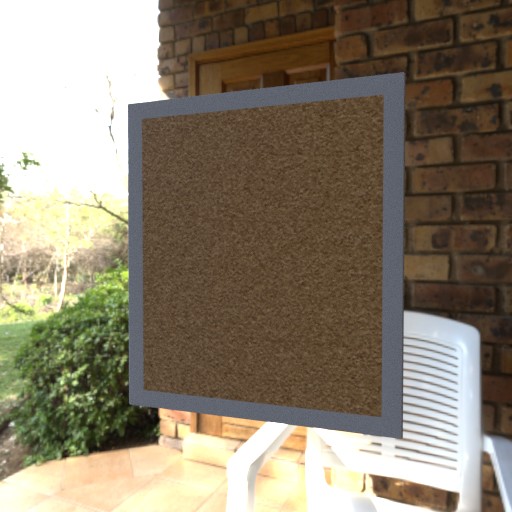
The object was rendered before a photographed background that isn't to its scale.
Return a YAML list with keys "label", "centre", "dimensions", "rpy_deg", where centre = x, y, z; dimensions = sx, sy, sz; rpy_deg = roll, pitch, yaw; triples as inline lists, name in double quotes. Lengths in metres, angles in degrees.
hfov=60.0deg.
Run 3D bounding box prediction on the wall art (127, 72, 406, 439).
- label: "wall art"
  centre: [0.000, 0.000, 0.522]
  dimensions: [0.331, 0.381, 0.028]
  rpy_deg: [0, 1, 18]
